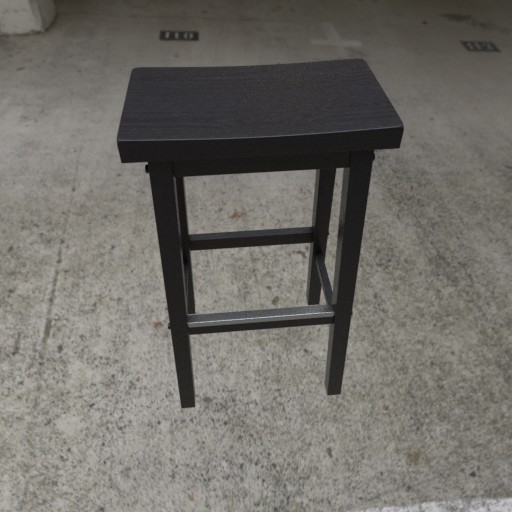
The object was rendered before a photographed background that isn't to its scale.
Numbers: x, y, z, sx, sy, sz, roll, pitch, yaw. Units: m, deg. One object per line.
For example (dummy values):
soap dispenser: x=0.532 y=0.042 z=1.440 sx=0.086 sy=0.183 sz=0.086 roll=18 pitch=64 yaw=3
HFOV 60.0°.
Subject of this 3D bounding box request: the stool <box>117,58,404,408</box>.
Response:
stool: x=0.000 y=0.000 z=0.964 sx=0.406 sy=0.742 sz=0.322 roll=-4 pitch=47 yaw=-4
